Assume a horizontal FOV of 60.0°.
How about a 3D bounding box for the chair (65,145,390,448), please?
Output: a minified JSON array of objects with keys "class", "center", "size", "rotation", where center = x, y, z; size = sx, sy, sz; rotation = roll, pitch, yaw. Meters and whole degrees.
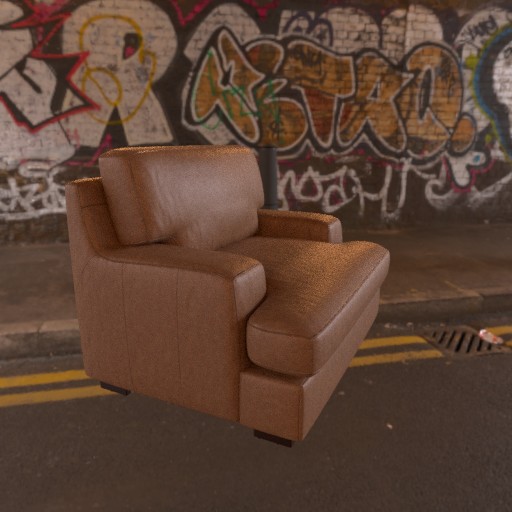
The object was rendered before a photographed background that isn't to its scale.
[{"class":"chair","center":[0.000,0.000,2.027],"size":[1.050,0.978,1.276],"rotation":[7,16,25]}]
